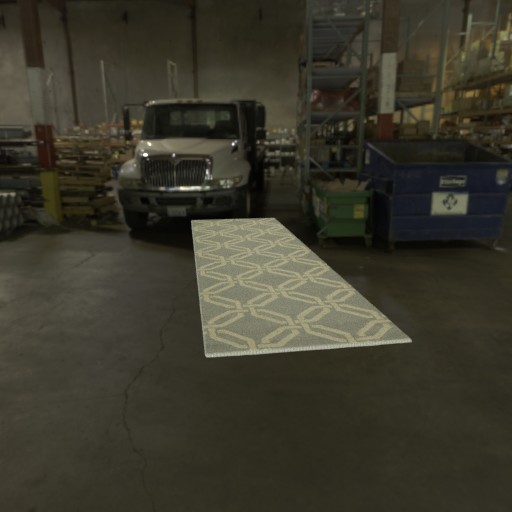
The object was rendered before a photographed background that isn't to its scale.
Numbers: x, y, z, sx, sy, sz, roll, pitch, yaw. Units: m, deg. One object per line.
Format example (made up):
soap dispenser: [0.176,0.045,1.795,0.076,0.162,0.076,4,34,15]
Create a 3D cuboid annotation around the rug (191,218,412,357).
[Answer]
rug: [0.000,0.000,2.492,0.678,0.014,2.276,-2,15,-9]
